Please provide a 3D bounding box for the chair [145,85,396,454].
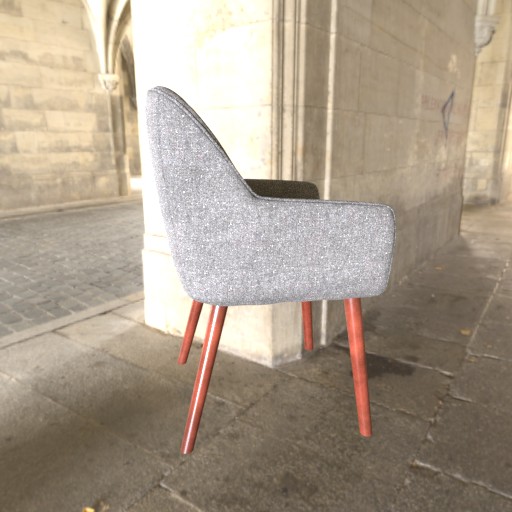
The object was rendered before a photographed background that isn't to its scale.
[{"bbox_3d":[0.000,0.000,1.172,0.519,0.803,0.543,-3,15,-10],"label":"chair"}]
